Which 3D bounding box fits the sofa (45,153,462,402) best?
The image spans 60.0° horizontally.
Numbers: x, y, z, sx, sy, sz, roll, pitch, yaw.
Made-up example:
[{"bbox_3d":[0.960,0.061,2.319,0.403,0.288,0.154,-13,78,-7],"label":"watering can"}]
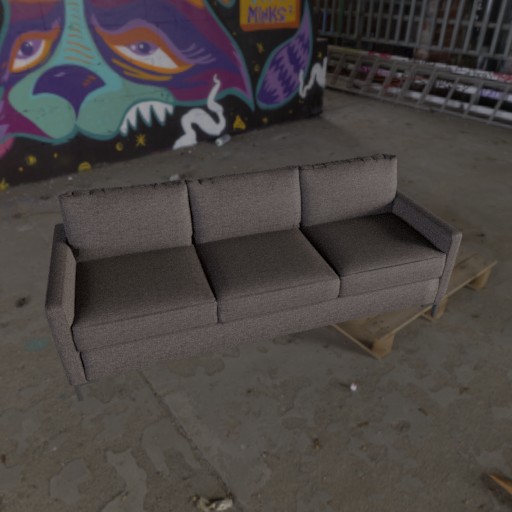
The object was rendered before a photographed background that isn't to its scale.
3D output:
[{"bbox_3d":[0.000,0.000,2.655,2.253,0.882,0.876,-10,34,-15],"label":"sofa"}]
